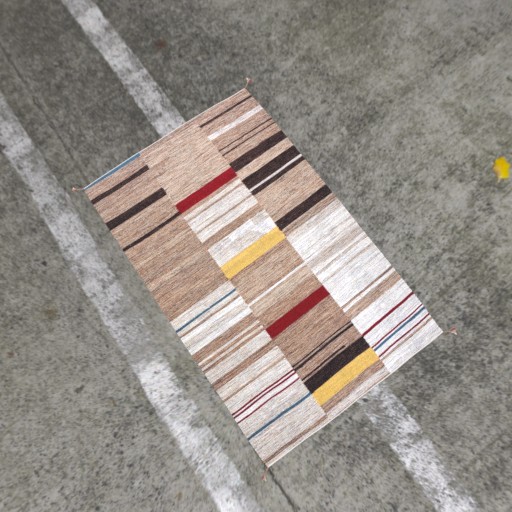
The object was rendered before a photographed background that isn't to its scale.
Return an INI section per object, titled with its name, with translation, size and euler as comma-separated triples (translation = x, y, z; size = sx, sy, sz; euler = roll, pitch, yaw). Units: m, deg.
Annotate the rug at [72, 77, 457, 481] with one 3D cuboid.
[rug]
translation = 0.000, 0.000, 2.433
size = 1.268, 0.007, 1.918
euler = -35, 78, -8
